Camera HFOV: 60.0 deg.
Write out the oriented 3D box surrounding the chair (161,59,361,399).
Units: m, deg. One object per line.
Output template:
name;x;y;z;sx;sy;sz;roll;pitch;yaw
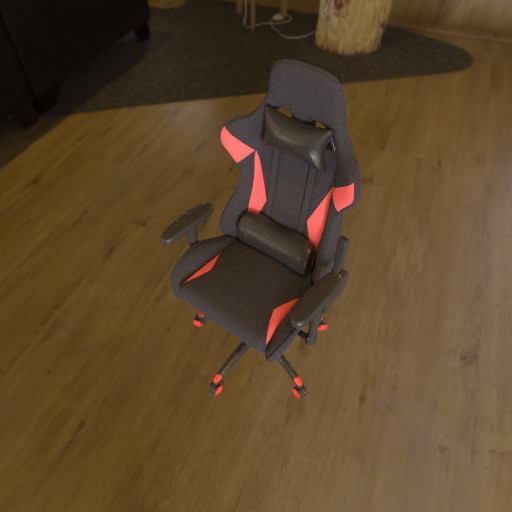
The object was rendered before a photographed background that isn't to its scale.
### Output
chair;0.000;0.000;1.723;0.695;1.326;0.658;30;54;25
